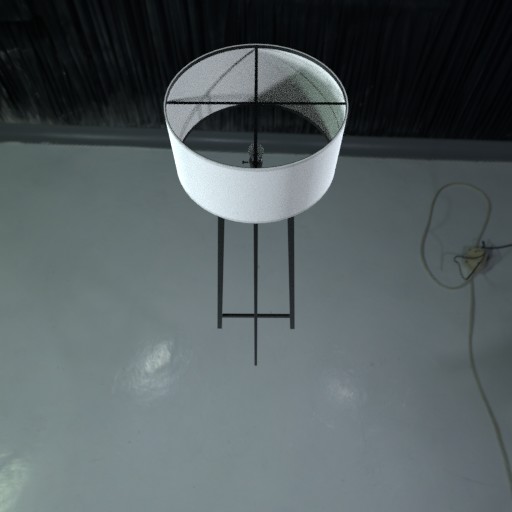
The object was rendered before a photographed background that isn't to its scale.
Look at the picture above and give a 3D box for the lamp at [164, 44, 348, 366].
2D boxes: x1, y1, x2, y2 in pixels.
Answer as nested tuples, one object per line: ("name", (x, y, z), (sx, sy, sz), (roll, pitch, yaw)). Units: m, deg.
("lamp", (0.000, 0.000, 1.752), (0.456, 1.510, 0.457), (0, 59, 0))
